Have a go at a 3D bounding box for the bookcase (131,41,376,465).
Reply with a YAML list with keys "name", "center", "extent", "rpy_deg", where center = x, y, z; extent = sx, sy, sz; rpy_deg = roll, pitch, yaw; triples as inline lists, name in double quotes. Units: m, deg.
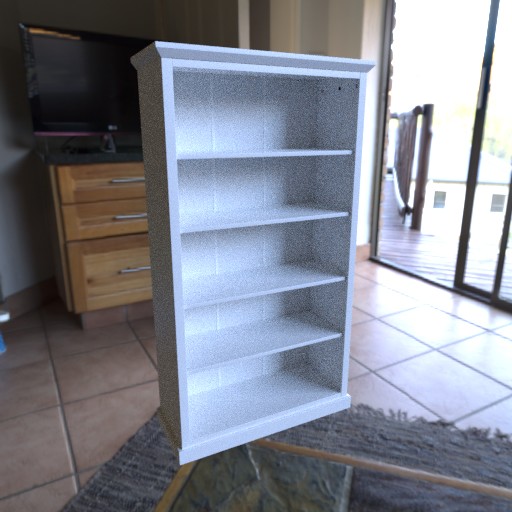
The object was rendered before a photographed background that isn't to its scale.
- name: "bookcase"
  center: [0.000, 0.000, 2.294]
  extent: [1.050, 1.880, 0.432]
  rpy_deg: [-8, 18, -26]
